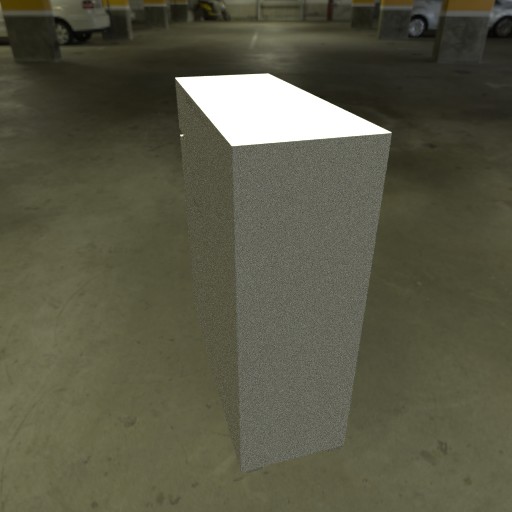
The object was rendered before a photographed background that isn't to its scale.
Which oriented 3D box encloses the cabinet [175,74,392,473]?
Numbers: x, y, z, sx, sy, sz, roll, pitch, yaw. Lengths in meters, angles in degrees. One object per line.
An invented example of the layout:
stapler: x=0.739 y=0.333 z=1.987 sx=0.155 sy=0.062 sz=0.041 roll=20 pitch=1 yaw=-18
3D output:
cabinet: x=0.000 y=0.000 z=1.744 sx=0.400 sy=1.190 sz=1.000 roll=-8 pitch=31 yaw=-14
